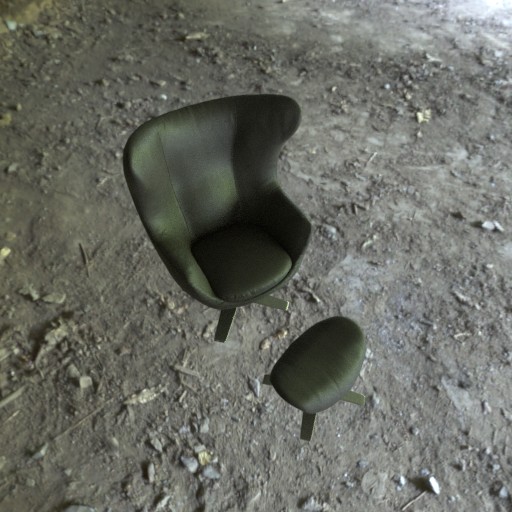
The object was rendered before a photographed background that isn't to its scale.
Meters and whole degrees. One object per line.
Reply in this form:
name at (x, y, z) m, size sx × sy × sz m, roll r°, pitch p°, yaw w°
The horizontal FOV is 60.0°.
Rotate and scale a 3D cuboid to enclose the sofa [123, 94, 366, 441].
sofa at (0.000, 0.000, 2.182) m, size 0.894 × 1.135 × 1.444 m, roll -24°, pitch 52°, yaw -21°
